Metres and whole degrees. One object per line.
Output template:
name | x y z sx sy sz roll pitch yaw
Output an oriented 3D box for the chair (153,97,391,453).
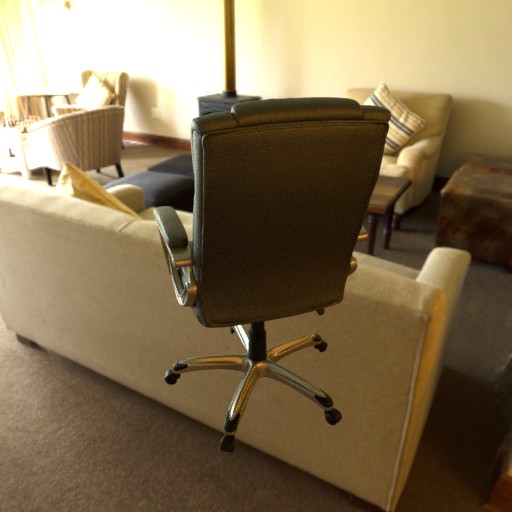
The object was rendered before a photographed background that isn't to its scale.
chair | 0.000 0.000 1.562 0.721 1.130 0.719 -8 28 -15
